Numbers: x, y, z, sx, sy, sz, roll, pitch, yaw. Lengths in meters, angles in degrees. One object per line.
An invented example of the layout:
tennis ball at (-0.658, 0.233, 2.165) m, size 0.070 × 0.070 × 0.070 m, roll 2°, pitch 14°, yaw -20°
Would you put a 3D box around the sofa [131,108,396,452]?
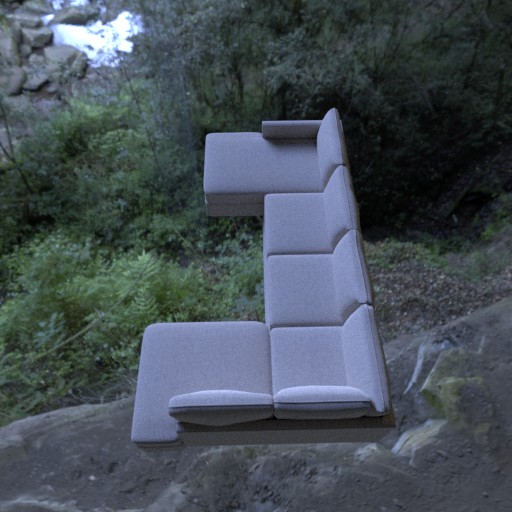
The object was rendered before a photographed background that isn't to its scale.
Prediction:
sofa at (0.000, 0.000, 4.361) m, size 2.021 × 0.996 × 3.423 m, roll -1°, pitch 58°, yaw -1°
